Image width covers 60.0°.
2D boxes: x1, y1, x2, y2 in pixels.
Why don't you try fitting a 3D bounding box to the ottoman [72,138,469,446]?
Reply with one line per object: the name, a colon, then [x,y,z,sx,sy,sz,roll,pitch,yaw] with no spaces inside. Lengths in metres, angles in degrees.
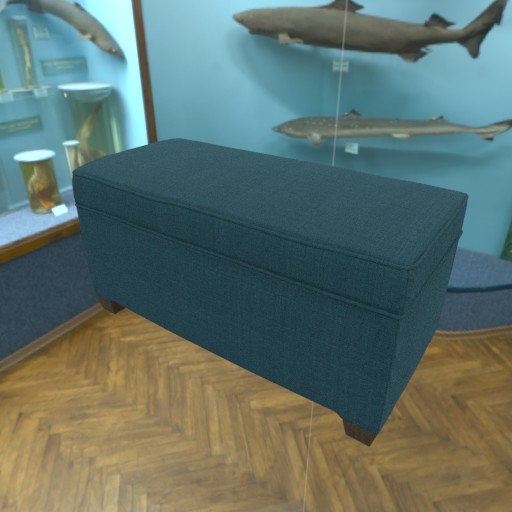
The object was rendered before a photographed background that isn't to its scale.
ottoman: [0.000,0.000,1.211,0.943,0.474,0.474,19,34,30]
